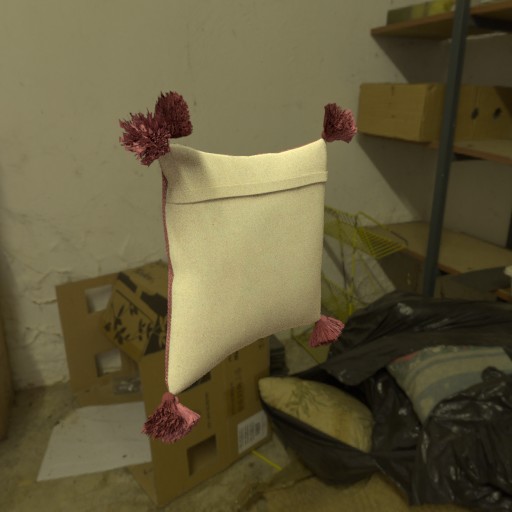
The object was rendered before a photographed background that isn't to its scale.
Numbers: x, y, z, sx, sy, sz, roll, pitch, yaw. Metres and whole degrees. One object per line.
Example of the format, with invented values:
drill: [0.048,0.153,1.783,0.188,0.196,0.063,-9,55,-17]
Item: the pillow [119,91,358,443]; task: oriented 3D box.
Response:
pillow: [0.000,0.000,0.968,0.641,0.659,0.138,-16,23,-42]
